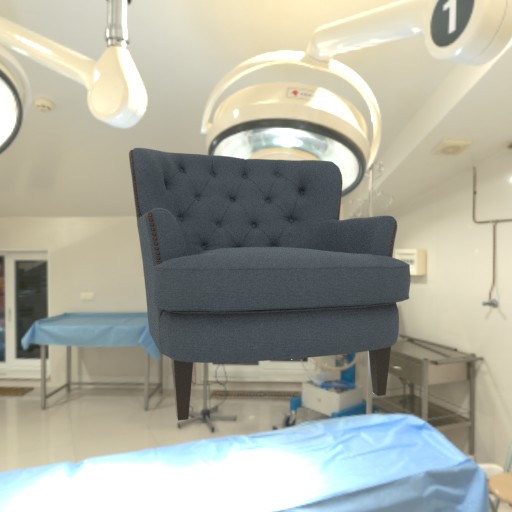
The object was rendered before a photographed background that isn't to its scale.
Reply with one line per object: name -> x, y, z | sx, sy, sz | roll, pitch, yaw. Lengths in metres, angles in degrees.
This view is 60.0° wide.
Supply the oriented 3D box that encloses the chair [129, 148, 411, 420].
chair -> 0.000, 0.000, 1.572 | 0.848, 0.868, 0.906 | 0, 1, -18
